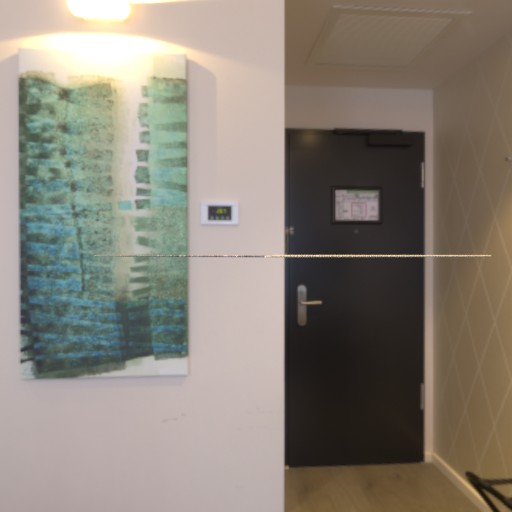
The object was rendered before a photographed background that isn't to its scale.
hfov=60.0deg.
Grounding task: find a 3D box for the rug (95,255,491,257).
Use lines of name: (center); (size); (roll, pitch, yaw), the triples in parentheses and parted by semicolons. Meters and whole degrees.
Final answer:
rug: (0.000, 0.000, 4.258); (2.143, 0.015, 3.422); (0, 0, -35)
